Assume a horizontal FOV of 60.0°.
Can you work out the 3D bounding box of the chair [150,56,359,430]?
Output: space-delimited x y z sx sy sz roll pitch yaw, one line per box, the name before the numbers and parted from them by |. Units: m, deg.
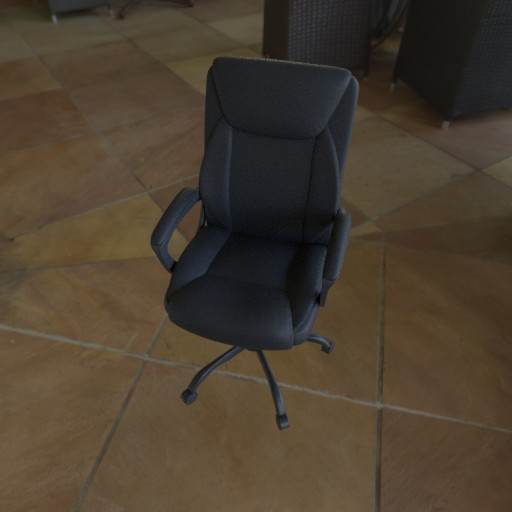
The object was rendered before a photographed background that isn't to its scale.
chair | 0.000 0.000 1.469 0.615 1.072 0.655 11 44 12
